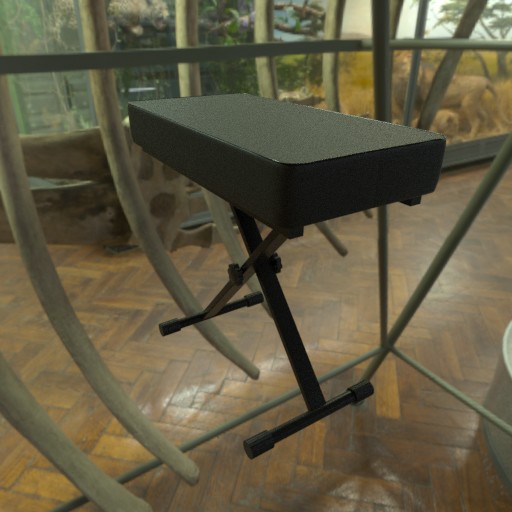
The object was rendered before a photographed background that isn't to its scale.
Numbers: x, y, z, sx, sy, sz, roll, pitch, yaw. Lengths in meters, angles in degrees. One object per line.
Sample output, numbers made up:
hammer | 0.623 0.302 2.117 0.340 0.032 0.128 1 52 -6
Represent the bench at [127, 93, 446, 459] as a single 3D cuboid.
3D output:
bench | 0.000 0.000 0.916 0.300 0.561 0.600 -16 31 -28
